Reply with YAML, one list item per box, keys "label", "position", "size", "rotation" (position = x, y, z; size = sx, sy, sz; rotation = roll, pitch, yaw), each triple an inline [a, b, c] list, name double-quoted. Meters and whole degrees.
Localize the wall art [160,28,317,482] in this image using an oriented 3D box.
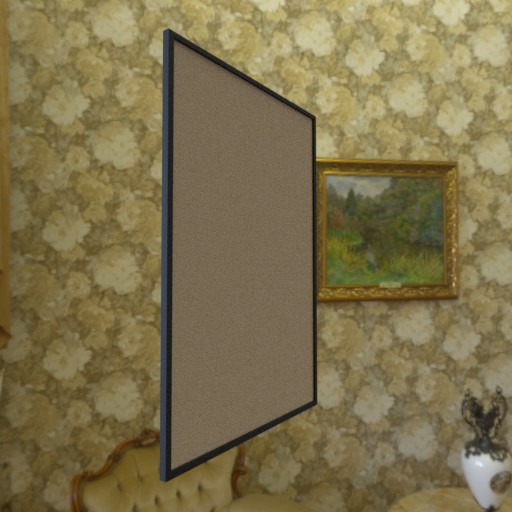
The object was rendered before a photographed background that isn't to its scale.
- label: "wall art"
  position: [0.000, 0.000, 0.834]
  size: [0.013, 0.660, 0.460]
  rotation: [-1, -3, 36]
